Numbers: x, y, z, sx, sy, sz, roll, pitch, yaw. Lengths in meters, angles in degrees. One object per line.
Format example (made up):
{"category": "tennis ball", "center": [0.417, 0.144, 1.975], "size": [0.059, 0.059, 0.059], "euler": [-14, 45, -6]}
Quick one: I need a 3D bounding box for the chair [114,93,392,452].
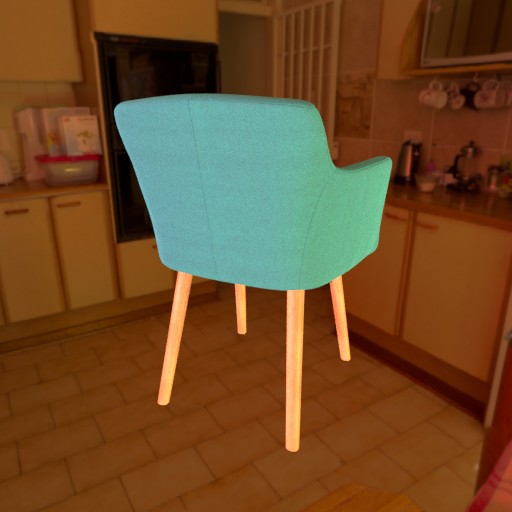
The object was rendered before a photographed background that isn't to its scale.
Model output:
{"category": "chair", "center": [0.000, 0.000, 1.153], "size": [0.570, 0.780, 0.540], "euler": [9, 20, 26]}
